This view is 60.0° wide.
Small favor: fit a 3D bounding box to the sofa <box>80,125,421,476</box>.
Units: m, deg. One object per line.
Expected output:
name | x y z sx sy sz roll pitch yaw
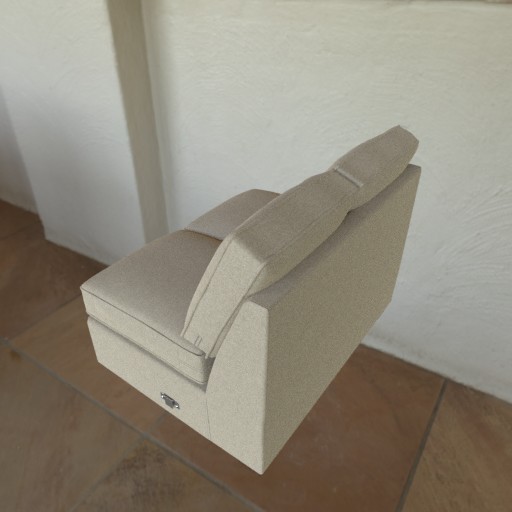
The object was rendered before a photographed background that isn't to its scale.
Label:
sofa | 0.000 0.000 1.974 0.951 1.008 1.237 22 39 29
